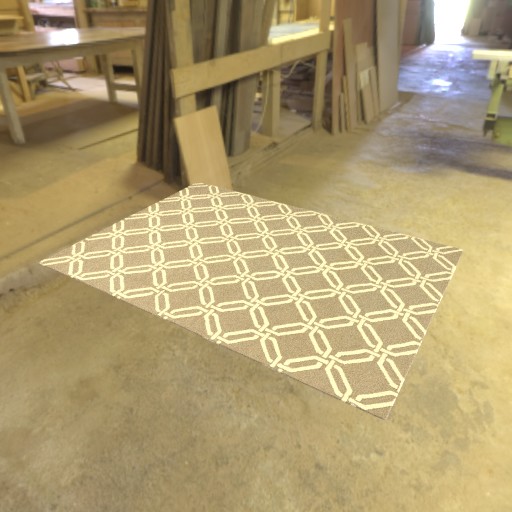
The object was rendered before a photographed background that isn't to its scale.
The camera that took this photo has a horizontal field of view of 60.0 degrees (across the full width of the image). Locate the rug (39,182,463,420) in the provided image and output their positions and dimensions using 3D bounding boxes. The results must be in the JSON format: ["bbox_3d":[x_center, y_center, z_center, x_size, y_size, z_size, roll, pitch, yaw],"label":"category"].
[{"bbox_3d":[0.000,0.000,4.366,3.419,0.020,2.441,18,36,27],"label":"rug"}]
